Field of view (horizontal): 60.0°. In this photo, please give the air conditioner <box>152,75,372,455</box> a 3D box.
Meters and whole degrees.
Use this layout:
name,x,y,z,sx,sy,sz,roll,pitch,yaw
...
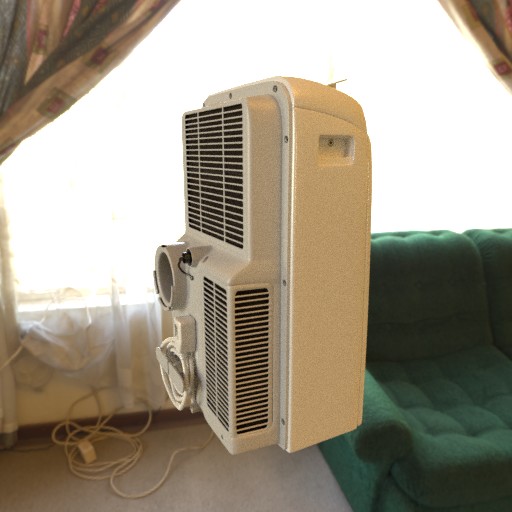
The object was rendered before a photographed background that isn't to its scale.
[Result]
name,x,y,z,sx,sy,sz,roll,pitch,yaw
air conditioner,0.000,0.000,1.062,0.414,0.786,0.449,-7,15,-28
